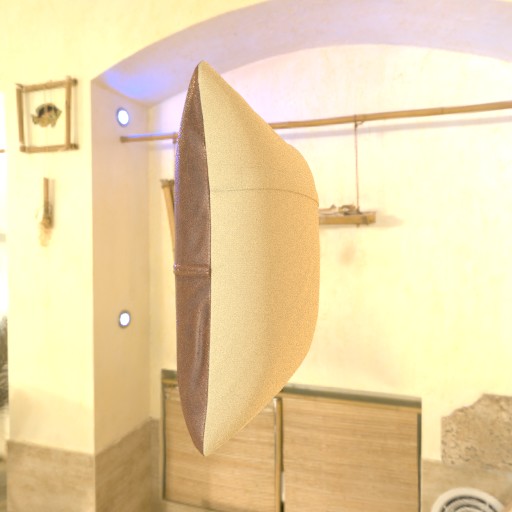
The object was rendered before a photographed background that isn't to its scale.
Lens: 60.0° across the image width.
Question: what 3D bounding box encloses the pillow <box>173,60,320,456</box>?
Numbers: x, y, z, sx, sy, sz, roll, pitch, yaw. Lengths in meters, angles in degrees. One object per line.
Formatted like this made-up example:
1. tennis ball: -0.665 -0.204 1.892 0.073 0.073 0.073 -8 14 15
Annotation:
1. pillow: 0.000 0.000 0.743 0.192 0.470 0.484 1 2 18
